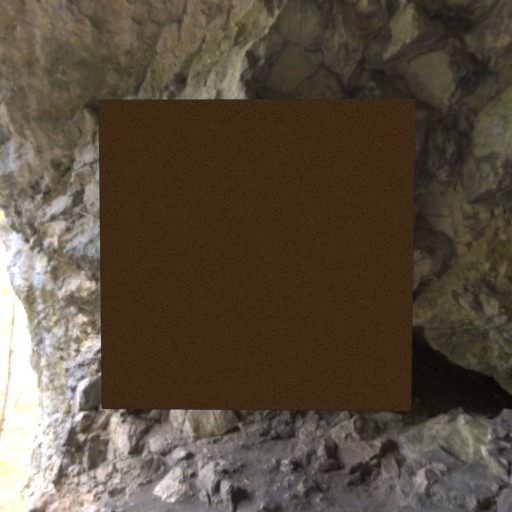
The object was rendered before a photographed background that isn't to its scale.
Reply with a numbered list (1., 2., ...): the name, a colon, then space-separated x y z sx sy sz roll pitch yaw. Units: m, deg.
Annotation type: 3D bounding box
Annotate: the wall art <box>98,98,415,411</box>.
1. wall art: 0.000 0.000 0.591 0.406 0.403 0.039 0 2 1
